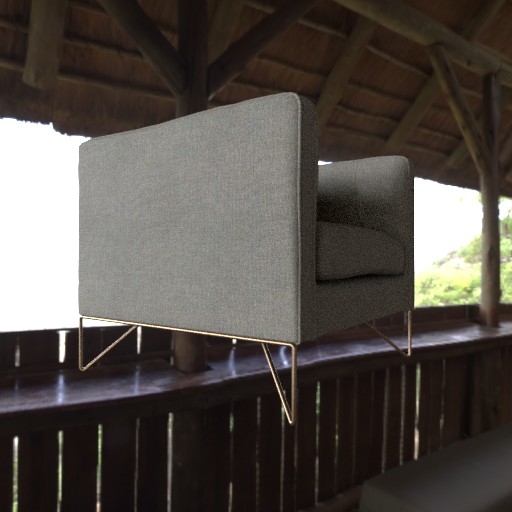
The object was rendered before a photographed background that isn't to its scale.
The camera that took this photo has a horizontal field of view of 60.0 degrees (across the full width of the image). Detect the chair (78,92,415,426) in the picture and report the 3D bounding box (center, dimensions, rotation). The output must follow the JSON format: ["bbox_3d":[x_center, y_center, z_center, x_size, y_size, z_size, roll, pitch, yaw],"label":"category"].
[{"bbox_3d":[0.000,0.000,1.639,0.912,0.799,0.920,0,0,36],"label":"chair"}]
